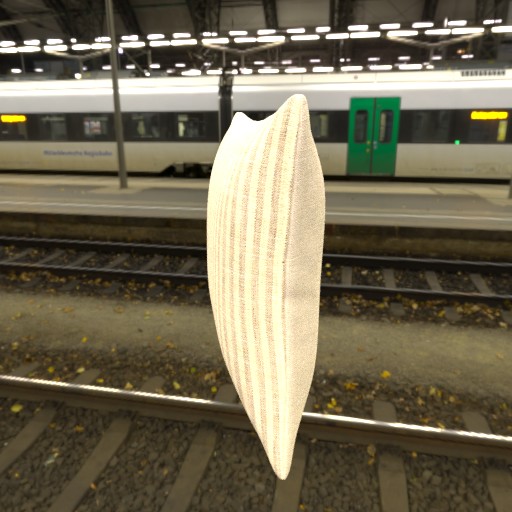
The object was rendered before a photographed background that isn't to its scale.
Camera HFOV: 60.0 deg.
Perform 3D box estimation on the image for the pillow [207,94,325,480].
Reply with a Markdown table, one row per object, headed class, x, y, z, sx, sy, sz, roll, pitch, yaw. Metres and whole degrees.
| class | x | y | z | sx | sy | sz | roll | pitch | yaw |
| --- | --- | --- | --- | --- | --- | --- | --- | --- | --- |
| pillow | 0.000 | 0.000 | 0.795 | 0.166 | 0.510 | 0.523 | -3 | 16 | -9 |
